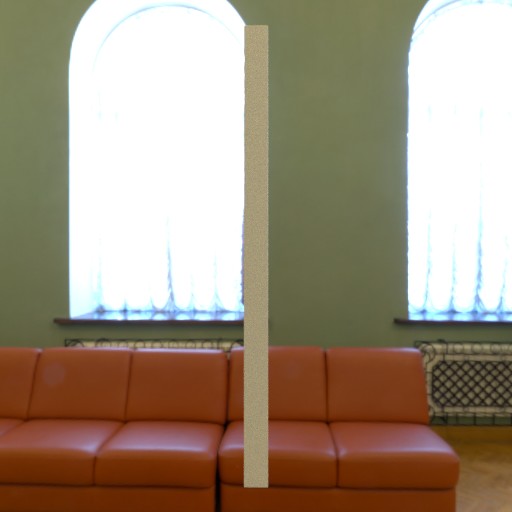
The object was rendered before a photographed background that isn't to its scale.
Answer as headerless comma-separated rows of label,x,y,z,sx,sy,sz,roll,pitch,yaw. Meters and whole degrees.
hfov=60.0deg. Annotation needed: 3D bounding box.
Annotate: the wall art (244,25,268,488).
wall art,0.000,0.000,1.110,0.050,0.762,0.761,0,0,1
